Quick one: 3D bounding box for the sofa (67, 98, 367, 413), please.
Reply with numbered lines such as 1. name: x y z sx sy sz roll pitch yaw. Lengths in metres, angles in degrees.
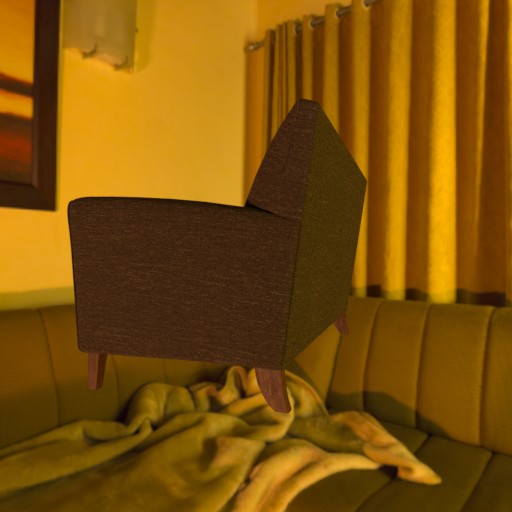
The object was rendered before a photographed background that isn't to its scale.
1. sofa: 0.000 0.000 2.042 0.867 0.905 1.509 0 1 19
